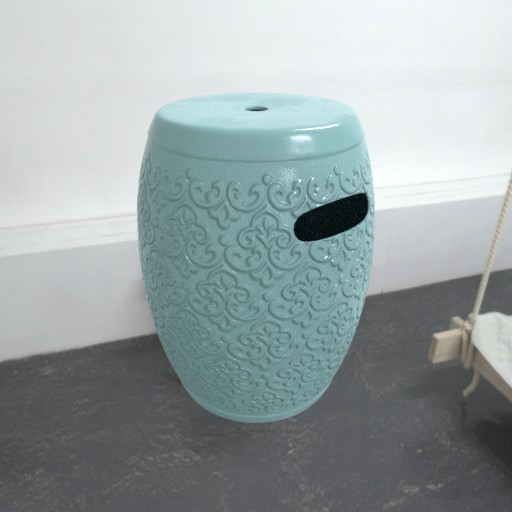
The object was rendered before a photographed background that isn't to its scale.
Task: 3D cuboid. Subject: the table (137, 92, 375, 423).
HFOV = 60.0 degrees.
[{"bbox_3d":[0.000,0.000,0.612,0.309,0.397,0.309,0,29,0],"label":"table"}]
